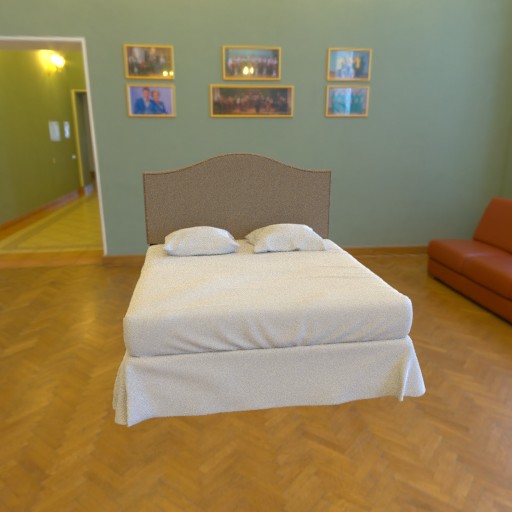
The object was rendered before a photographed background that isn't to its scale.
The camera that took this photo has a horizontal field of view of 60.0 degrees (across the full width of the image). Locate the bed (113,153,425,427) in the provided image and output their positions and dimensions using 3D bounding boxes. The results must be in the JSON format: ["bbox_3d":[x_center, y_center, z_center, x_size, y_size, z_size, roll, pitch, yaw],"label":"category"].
[{"bbox_3d":[0.000,0.000,3.836,2.311,1.651,2.222,-2,16,-8],"label":"bed"}]
